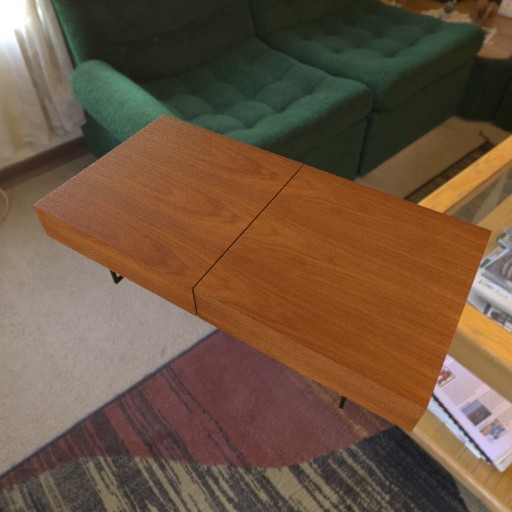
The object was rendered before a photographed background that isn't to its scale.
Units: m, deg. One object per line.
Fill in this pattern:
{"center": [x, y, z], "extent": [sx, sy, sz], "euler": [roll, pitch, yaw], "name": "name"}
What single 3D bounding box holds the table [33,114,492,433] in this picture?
{"center": [0.000, 0.000, 1.412], "extent": [1.194, 0.330, 0.610], "euler": [25, 52, 21], "name": "table"}
